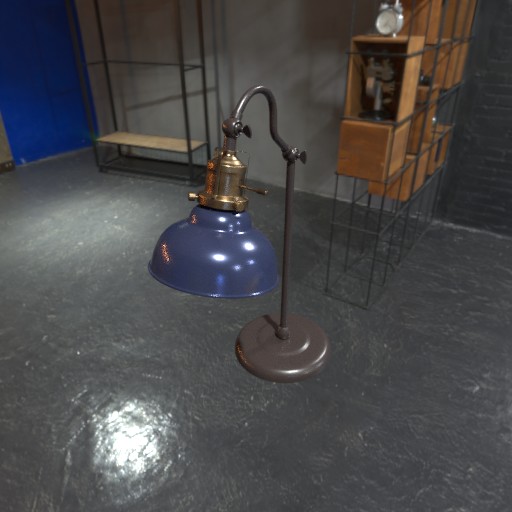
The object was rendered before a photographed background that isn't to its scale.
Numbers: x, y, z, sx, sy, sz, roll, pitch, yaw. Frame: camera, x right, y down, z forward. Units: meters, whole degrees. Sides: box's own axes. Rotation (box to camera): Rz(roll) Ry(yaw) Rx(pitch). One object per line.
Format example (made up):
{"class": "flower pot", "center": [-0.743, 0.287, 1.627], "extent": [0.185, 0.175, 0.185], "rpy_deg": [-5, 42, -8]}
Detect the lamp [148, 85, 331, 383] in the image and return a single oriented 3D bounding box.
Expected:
{"class": "lamp", "center": [0.000, 0.000, 0.700], "extent": [0.192, 0.508, 0.374], "rpy_deg": [20, 35, 31]}
